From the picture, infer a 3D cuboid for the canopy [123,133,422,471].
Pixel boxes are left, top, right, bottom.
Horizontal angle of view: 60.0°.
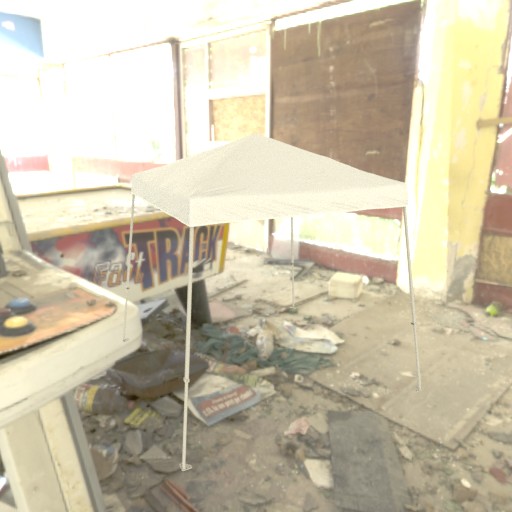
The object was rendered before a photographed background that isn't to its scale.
[{"bbox_3d":[0.000,0.000,6.741,3.600,3.600,3.599,-8,17,-25],"label":"canopy"}]
